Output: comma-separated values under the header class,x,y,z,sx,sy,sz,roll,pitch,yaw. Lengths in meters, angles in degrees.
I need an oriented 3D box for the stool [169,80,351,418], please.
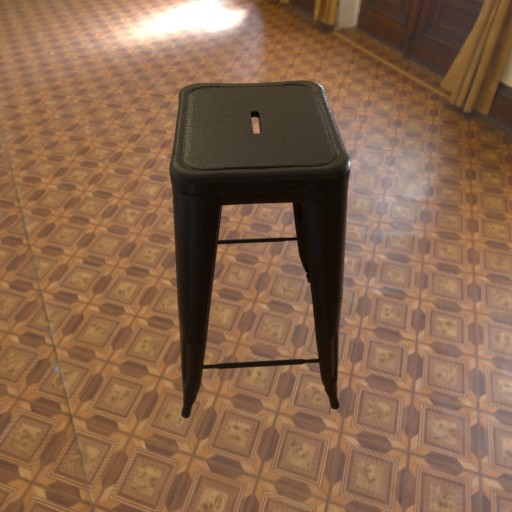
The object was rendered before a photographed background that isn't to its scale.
class,x,y,z,sx,sy,sz,roll,pitch,yaw
stool,0.000,0.000,0.911,0.423,0.609,0.455,-11,47,-10
